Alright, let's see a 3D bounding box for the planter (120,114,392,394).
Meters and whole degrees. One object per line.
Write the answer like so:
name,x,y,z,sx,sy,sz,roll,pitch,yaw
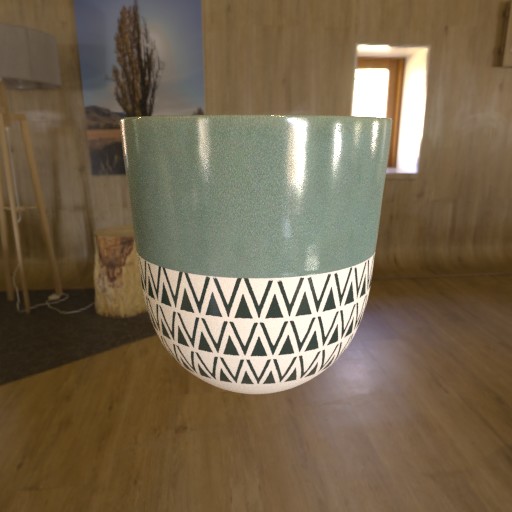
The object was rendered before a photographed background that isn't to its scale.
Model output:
planter,0.000,0.000,0.364,0.198,0.214,0.198,0,16,0
